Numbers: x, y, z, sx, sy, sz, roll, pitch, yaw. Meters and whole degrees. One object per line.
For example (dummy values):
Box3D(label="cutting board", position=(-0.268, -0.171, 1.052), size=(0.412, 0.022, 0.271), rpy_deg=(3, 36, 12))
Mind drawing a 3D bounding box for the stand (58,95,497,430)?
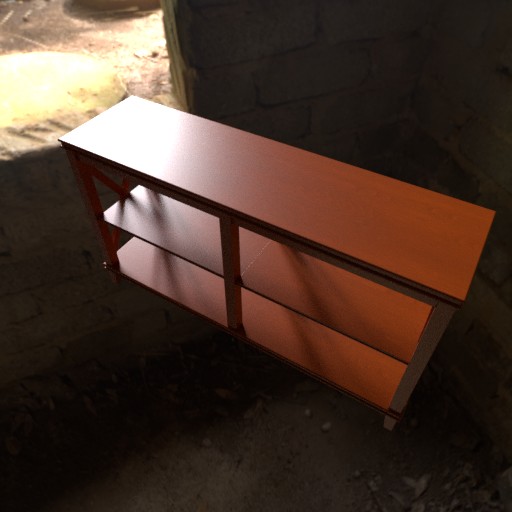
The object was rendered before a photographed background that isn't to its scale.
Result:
Box3D(label="stand", position=(0.000, 0.000, 1.667), size=(1.372, 0.762, 0.381), rpy_deg=(23, 50, 21))
